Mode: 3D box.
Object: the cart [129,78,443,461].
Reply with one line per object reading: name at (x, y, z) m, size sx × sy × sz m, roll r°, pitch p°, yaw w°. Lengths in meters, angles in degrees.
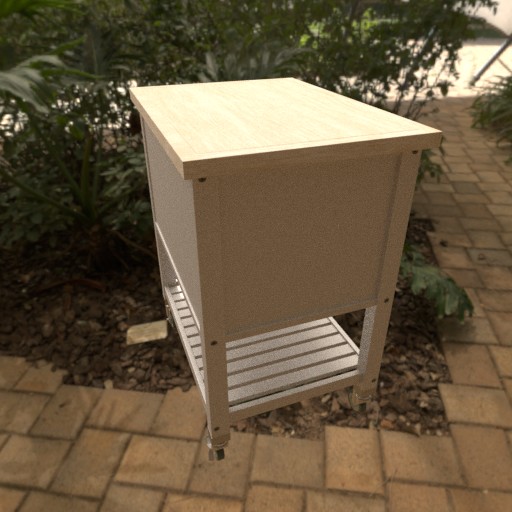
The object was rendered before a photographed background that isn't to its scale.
cart at (0.000, 0.000, 1.392) m, size 0.559 × 0.914 × 0.762 m, roll -11°, pitch 32°, yaw -18°
